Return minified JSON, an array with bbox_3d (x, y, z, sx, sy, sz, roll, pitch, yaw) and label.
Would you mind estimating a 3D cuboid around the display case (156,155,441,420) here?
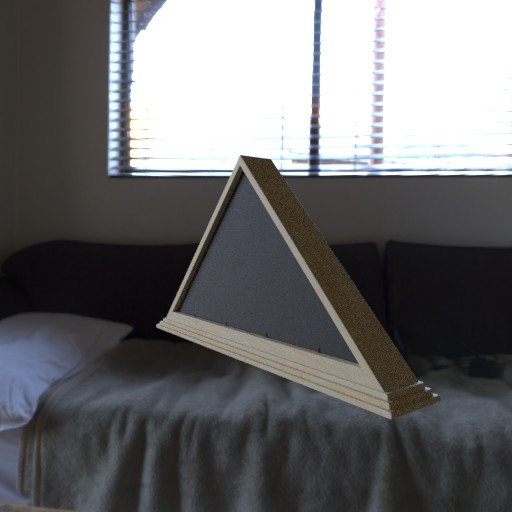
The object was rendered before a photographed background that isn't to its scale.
[{"bbox_3d":[0.000,0.000,0.768,0.095,0.340,0.640,-1,2,-36],"label":"display case"}]
